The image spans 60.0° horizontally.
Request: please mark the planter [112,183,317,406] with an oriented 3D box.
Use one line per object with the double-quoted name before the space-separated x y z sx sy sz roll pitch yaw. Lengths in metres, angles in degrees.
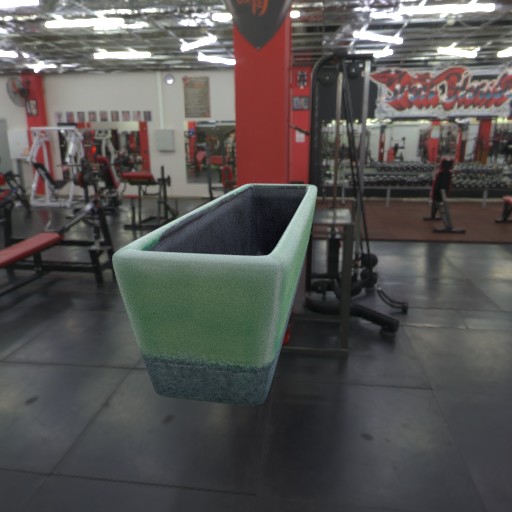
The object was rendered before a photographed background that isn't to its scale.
"planter" 0.000 0.000 0.307 0.072 0.072 0.275 3 15 10
